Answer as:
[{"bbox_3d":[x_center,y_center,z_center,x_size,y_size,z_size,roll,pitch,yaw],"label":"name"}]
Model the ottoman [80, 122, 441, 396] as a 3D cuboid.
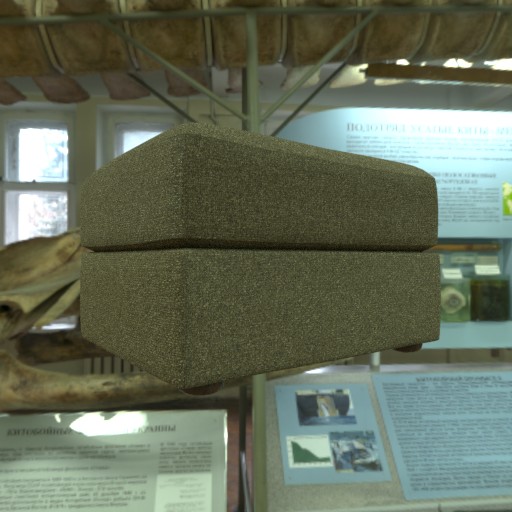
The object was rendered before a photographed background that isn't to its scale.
[{"bbox_3d":[0.000,0.000,1.115,0.742,0.476,0.598,0,0,-36],"label":"ottoman"}]
